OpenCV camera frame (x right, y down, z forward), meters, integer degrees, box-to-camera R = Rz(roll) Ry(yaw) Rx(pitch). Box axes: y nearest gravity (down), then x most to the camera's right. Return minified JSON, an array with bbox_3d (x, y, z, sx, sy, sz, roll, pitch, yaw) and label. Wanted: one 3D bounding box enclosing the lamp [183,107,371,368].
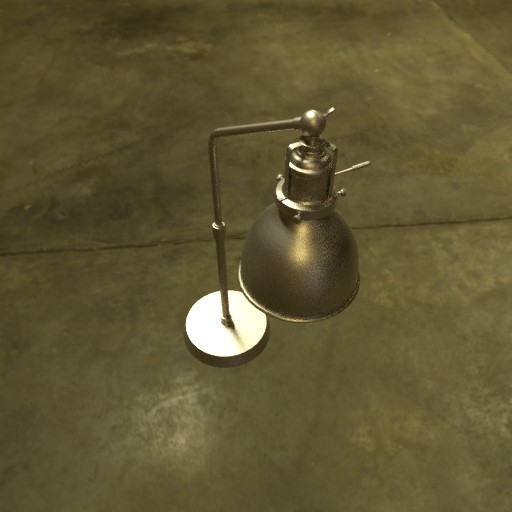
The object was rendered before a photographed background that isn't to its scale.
[{"bbox_3d":[0.000,0.000,0.586,0.286,0.456,0.153,31,53,27],"label":"lamp"}]
